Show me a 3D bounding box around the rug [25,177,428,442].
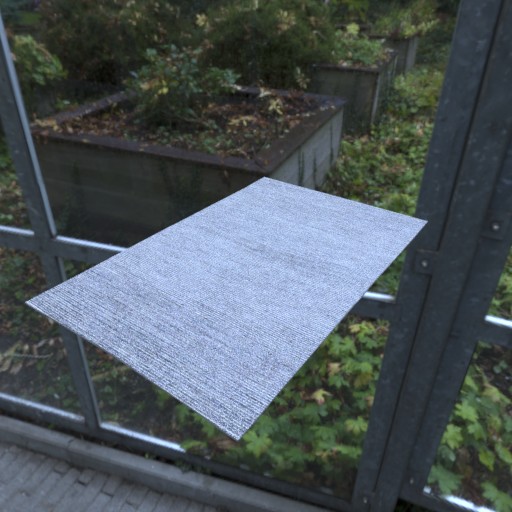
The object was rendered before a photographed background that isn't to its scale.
[{"bbox_3d":[0.000,0.000,2.228,1.159,0.021,1.789,21,37,30],"label":"rug"}]
